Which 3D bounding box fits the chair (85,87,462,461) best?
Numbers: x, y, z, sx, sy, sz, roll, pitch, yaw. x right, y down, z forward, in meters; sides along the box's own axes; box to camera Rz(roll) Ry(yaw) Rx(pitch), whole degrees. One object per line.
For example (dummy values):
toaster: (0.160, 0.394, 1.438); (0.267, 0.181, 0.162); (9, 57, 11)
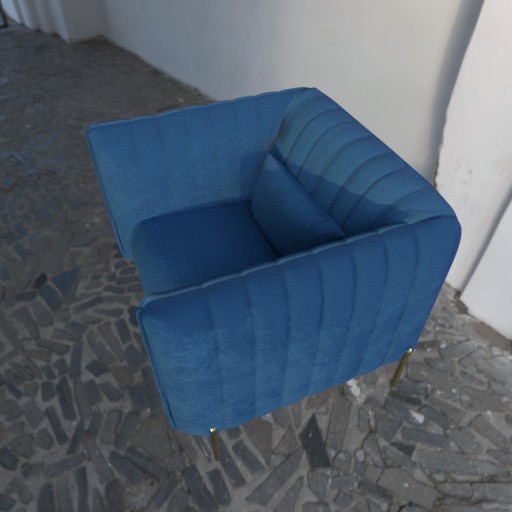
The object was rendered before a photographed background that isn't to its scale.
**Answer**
chair: (0.000, 0.000, 1.554); (0.877, 0.793, 0.947); (-17, 48, -16)
